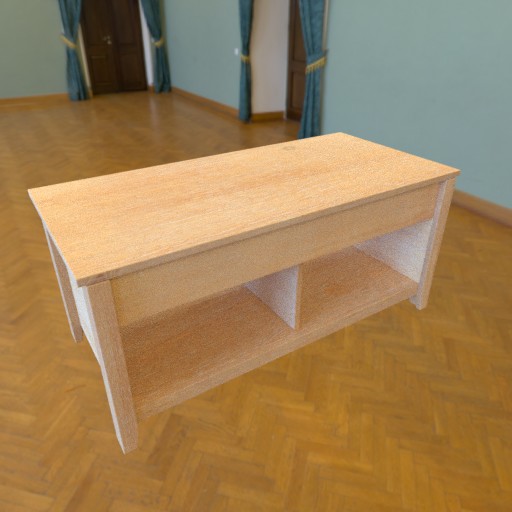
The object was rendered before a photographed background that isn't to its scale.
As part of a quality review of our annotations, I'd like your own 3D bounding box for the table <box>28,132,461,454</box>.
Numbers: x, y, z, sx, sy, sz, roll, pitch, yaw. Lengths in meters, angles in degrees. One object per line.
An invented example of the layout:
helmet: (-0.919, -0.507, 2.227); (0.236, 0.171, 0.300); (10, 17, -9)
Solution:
table: (0.000, 0.000, 1.258); (1.016, 0.457, 0.483); (-18, 34, -28)
